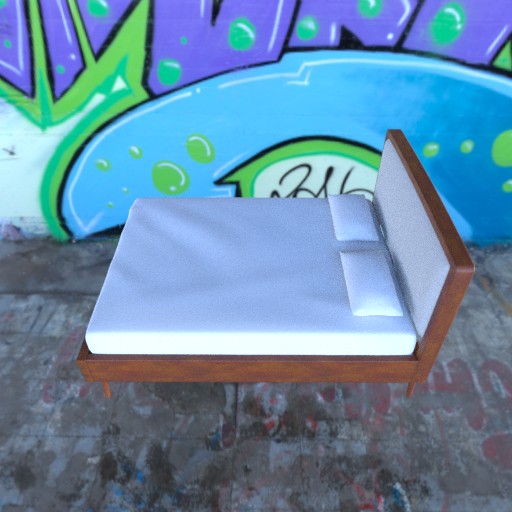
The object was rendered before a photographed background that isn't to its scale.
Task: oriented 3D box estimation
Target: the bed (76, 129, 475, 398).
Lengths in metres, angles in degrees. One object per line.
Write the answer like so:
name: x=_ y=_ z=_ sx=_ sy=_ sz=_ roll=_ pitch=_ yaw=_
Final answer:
bed: x=0.000 y=0.000 z=3.201 sx=2.196 sy=1.275 sz=1.587 roll=0 pitch=41 yaw=0
